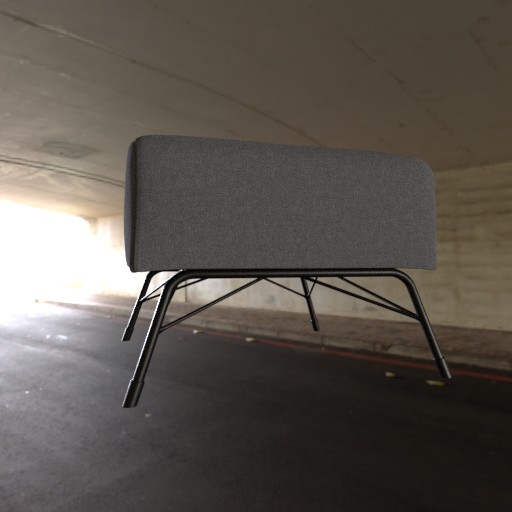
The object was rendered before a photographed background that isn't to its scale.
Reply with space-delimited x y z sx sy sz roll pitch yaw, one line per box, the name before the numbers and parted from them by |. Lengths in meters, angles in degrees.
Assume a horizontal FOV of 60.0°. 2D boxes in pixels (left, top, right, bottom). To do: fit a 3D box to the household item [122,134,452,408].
household item | 0.000 0.000 0.917 0.530 0.410 0.530 0 -1 -17
